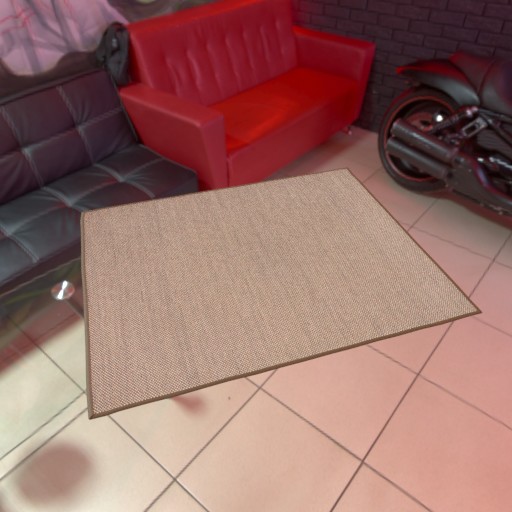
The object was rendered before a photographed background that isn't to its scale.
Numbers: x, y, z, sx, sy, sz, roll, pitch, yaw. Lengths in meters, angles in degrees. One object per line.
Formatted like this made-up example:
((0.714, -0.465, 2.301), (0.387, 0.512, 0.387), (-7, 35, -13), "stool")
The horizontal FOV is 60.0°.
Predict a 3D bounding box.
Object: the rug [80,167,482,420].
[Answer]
((0.000, 0.000, 4.039), (3.041, 0.020, 2.413), (-12, 42, -13), "rug")
